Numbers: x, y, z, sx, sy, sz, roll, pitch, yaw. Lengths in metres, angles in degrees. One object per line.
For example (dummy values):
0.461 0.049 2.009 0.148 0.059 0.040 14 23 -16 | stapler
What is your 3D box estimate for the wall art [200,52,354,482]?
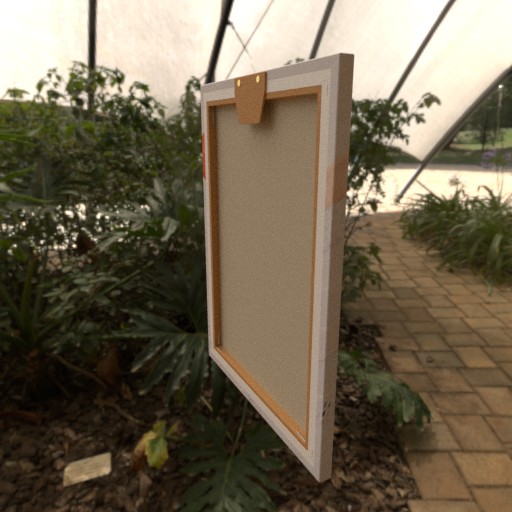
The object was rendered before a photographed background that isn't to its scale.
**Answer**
0.000 0.000 1.325 0.045 1.014 0.759 -8 18 -26 | wall art
